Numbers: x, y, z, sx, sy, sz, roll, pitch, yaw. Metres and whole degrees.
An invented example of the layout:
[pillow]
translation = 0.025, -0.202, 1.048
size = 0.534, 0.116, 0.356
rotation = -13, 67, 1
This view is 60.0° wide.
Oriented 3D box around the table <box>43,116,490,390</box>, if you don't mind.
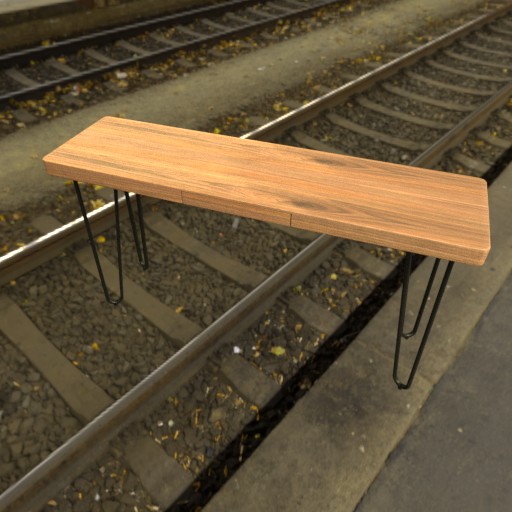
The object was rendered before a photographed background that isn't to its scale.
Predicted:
[table]
translation = 0.000, 0.000, 1.878
size = 1.570, 0.834, 0.425
rotation = 13, 42, 15
